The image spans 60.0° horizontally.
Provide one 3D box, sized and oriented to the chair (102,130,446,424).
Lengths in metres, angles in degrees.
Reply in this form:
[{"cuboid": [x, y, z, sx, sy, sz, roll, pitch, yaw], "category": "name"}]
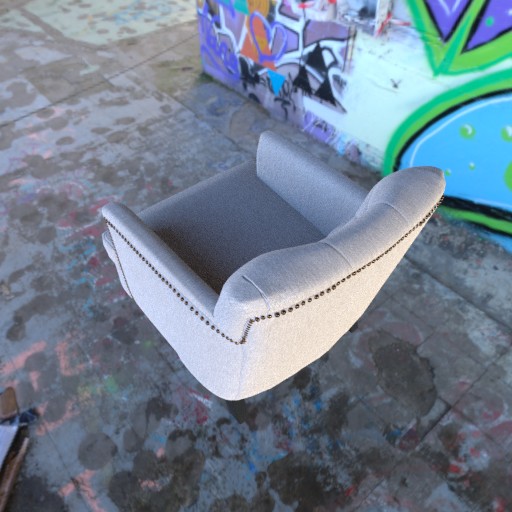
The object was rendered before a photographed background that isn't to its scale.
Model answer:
[{"cuboid": [0.000, 0.000, 1.517, 0.737, 0.823, 0.902, -32, 54, -26], "category": "chair"}]
